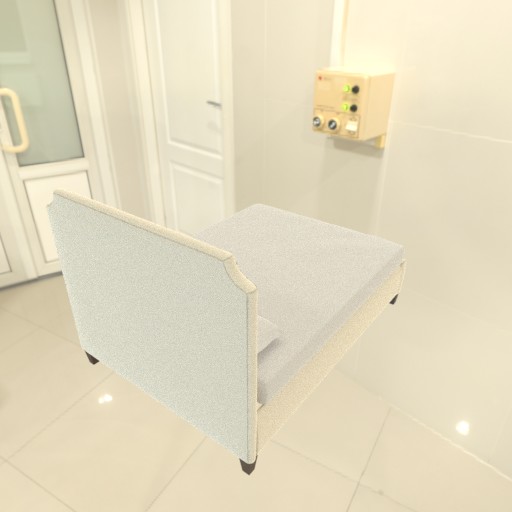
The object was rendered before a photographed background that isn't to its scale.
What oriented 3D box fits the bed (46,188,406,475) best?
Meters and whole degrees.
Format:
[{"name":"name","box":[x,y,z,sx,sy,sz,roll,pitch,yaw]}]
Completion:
[{"name":"bed","box":[0.000,0.000,3.538,1.712,1.497,2.372,20,35,32]}]
